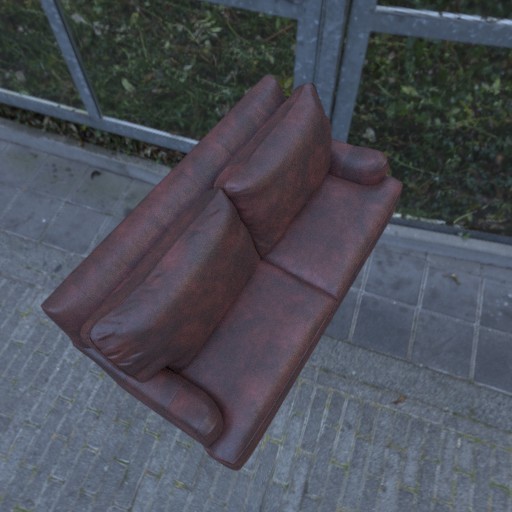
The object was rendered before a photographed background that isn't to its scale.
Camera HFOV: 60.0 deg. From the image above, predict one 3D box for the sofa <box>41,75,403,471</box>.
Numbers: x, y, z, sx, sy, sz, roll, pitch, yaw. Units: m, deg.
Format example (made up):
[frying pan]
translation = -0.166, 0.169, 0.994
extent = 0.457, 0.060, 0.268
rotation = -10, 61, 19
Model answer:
[sofa]
translation = 0.000, 0.000, 2.747
extent = 1.147, 1.071, 2.144
rotation = 28, 63, 16
